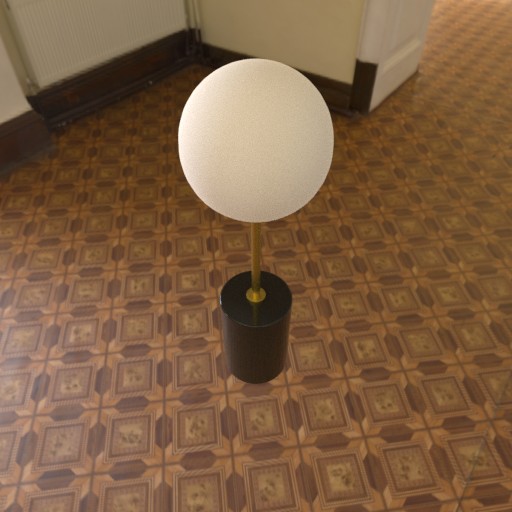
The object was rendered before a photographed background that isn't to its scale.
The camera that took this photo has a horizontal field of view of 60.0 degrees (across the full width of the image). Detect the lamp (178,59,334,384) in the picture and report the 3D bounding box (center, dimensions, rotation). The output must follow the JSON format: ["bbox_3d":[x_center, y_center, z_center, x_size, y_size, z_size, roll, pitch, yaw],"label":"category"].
[{"bbox_3d":[0.000,0.000,0.560,0.153,0.480,0.153,0,46,0],"label":"lamp"}]
